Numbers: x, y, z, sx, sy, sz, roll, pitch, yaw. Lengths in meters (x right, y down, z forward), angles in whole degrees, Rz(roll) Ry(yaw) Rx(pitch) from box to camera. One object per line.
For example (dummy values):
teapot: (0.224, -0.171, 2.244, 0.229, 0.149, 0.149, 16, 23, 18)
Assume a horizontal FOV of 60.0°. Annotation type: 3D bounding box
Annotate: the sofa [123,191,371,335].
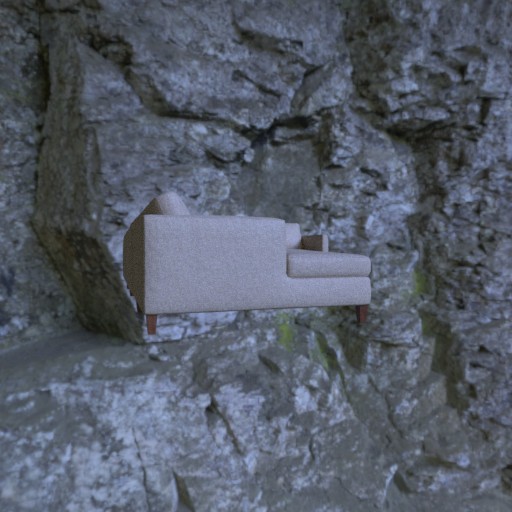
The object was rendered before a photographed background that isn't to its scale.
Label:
sofa: (0.000, 0.000, 4.580, 2.551, 0.889, 3.403, 0, 1, -18)
